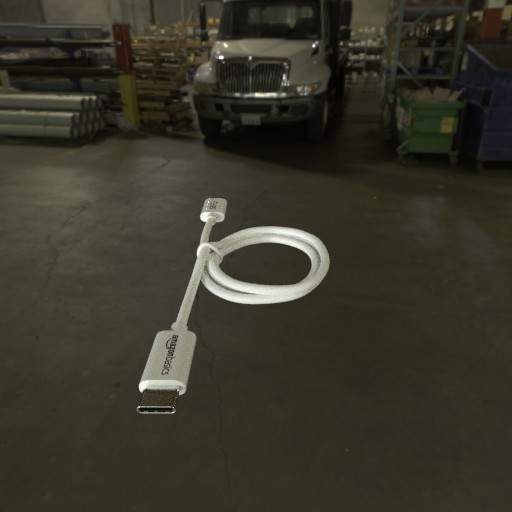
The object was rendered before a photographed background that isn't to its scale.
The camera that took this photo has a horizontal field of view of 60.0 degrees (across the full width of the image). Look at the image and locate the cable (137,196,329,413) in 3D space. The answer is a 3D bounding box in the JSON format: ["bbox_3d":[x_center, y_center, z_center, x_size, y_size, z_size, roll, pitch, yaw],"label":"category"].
[{"bbox_3d":[0.000,0.000,0.209,0.070,0.014,0.186,0,26,0],"label":"cable"}]
